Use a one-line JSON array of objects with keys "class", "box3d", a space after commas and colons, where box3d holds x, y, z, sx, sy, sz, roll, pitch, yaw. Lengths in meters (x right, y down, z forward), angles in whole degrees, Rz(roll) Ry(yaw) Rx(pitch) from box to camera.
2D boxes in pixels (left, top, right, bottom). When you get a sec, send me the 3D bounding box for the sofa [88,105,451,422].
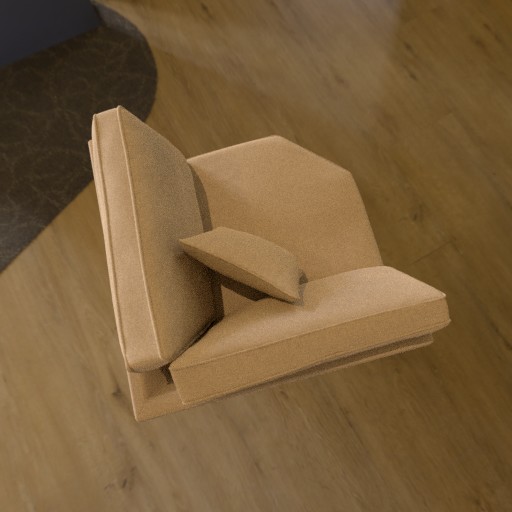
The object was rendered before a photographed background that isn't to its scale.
[{"class": "sofa", "box3d": [0.000, 0.000, 1.844, 1.050, 0.937, 1.042, -13, 75, -4]}]
